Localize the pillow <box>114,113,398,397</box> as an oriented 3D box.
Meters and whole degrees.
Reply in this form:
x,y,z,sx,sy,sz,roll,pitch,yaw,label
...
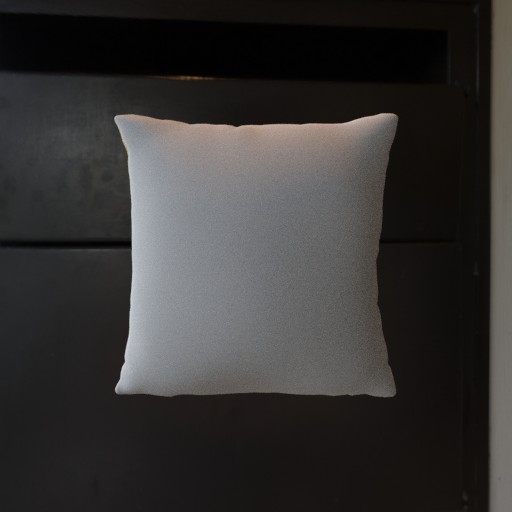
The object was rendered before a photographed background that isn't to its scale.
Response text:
x,y,z,sx,sy,sz,roll,pitch,yaw,label
0.000,0.000,0.704,0.450,0.450,0.211,0,1,0,pillow
